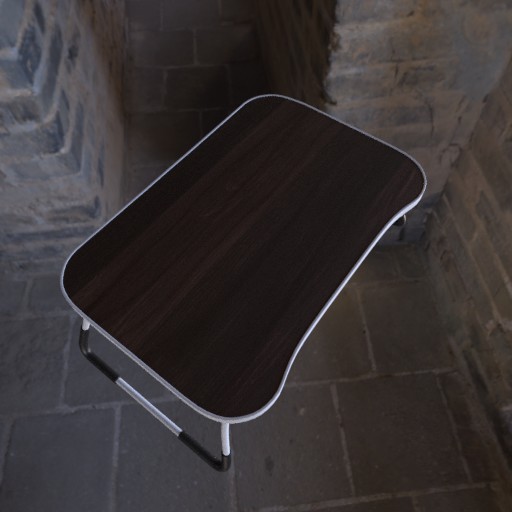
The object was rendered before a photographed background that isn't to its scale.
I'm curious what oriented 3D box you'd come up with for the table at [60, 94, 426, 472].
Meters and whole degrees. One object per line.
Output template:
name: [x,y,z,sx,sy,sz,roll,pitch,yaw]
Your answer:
table: [0.000,0.000,0.851,0.400,0.232,0.660,33,64,19]
